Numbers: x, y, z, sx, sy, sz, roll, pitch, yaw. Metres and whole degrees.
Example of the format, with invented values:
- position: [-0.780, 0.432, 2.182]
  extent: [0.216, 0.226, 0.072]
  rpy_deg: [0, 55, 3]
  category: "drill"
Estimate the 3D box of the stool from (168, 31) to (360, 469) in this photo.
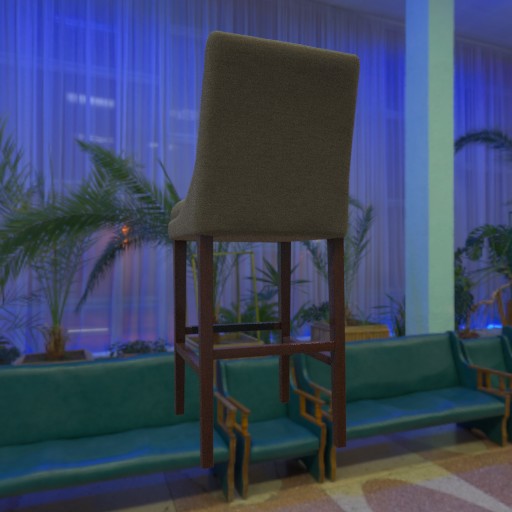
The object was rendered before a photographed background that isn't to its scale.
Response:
- position: [0.000, 0.000, 1.361]
  extent: [0.470, 1.078, 0.577]
  rpy_deg: [0, -1, -19]
  category: "stool"
